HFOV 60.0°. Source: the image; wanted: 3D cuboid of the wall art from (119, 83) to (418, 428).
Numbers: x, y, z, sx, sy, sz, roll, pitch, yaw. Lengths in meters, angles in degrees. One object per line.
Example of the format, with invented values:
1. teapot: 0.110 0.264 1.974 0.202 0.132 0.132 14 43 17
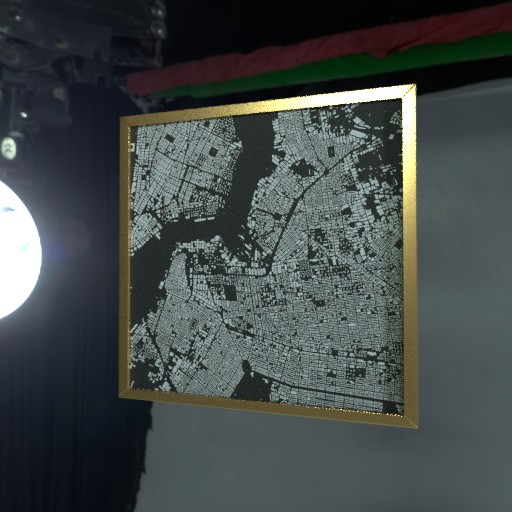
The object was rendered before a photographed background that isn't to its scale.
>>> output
1. wall art: 0.000 0.000 0.448 0.305 0.305 0.023 0 -1 17
